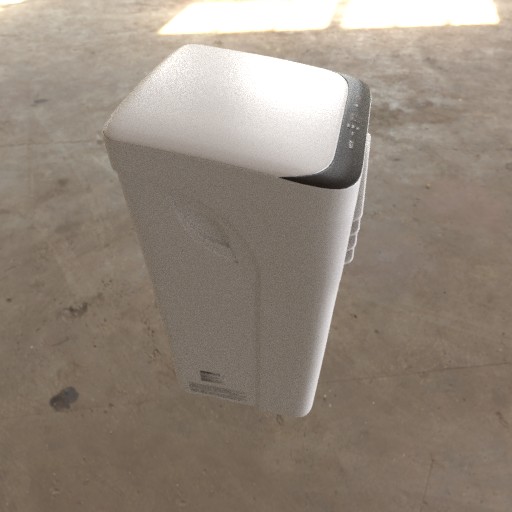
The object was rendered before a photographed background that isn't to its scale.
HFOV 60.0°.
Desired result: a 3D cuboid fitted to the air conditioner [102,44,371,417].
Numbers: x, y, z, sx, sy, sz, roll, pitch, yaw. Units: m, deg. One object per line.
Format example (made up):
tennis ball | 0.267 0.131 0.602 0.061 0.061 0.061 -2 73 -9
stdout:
air conditioner | 0.000 0.000 0.912 0.369 0.716 0.352 10 46 10
